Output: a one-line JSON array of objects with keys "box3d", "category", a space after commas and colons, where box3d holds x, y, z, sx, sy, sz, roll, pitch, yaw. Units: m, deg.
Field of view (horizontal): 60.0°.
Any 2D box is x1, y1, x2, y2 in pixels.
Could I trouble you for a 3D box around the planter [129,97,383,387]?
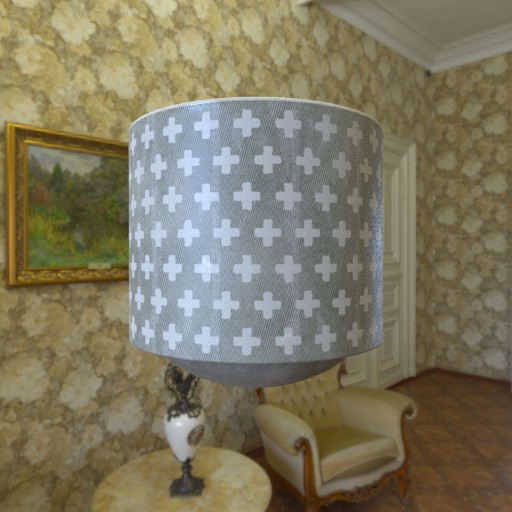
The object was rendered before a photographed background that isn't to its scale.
[{"box3d": [0.000, 0.000, 0.345, 0.190, 0.181, 0.190, 0, 0, 0], "category": "planter"}]
